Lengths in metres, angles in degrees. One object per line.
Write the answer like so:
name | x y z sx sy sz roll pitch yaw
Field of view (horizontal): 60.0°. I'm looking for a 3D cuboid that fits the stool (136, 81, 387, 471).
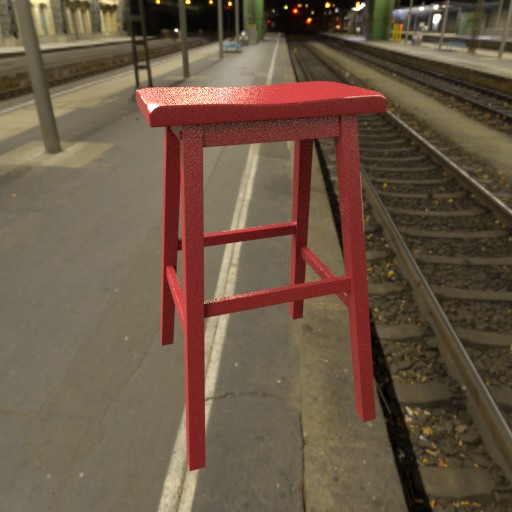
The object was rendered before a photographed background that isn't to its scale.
stool | 0.000 0.000 1.046 0.457 0.737 0.476 -9 29 -16
